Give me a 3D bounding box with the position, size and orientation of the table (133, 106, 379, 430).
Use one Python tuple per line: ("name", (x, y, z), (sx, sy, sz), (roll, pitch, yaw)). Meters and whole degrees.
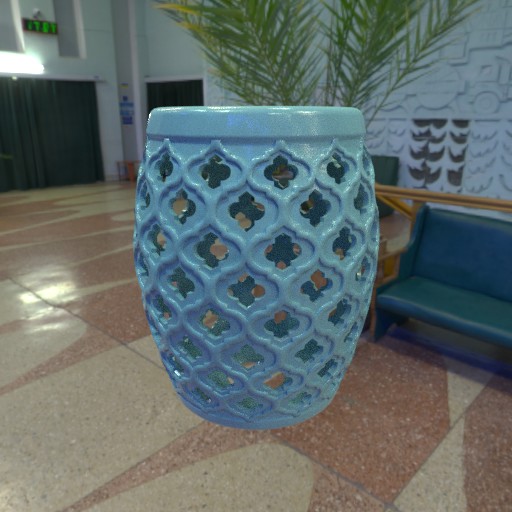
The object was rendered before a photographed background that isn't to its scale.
("table", (0.000, 0.000, 0.613), (0.325, 0.388, 0.325), (0, 17, 0))
